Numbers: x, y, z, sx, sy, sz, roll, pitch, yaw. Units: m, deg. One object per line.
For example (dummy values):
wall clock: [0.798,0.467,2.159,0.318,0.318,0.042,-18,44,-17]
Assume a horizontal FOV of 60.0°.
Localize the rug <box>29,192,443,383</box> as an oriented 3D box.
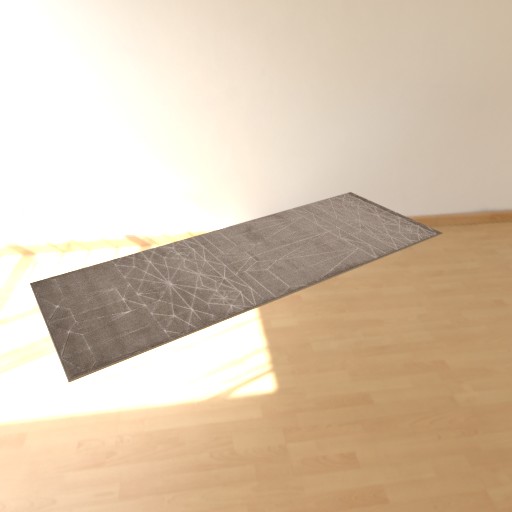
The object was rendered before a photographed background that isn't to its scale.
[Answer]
rug: [0.000,0.000,2.671,2.388,0.012,0.864,-18,35,-28]
